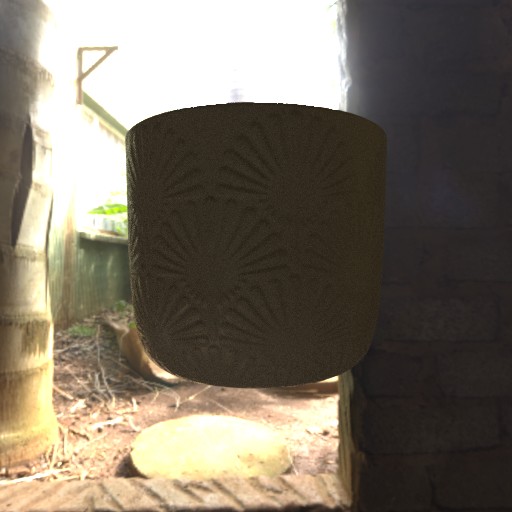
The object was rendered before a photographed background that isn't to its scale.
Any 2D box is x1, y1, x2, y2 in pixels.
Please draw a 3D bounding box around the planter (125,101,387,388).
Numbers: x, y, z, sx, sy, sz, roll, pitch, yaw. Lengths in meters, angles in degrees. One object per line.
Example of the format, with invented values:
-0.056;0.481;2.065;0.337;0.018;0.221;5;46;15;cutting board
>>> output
0.000;0.000;0.218;0.124;0.109;0.124;0;0;0;planter
